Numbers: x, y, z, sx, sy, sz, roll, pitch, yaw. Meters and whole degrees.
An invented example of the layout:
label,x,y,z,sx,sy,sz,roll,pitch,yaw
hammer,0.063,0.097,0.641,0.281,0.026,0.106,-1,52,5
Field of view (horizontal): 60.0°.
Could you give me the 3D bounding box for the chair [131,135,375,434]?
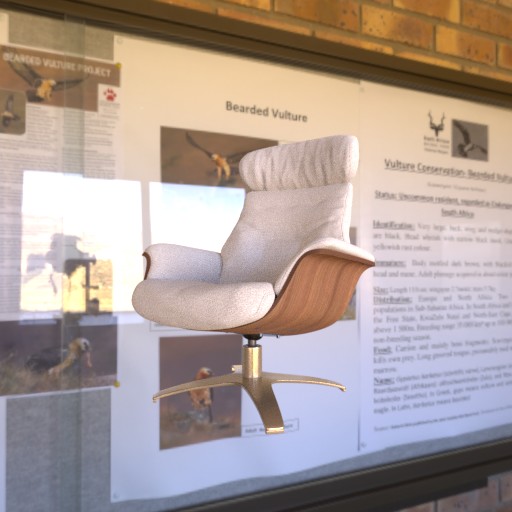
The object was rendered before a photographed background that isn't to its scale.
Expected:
label,x,y,z,sx,sy,sz,roll,pitch,yaw
chair,0.000,0.000,1.619,0.785,0.995,0.837,0,-1,35
